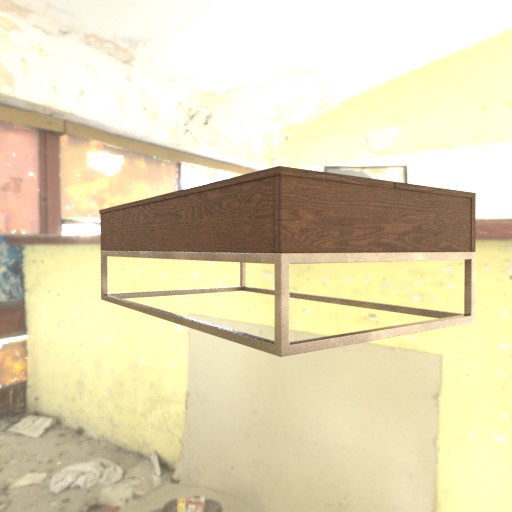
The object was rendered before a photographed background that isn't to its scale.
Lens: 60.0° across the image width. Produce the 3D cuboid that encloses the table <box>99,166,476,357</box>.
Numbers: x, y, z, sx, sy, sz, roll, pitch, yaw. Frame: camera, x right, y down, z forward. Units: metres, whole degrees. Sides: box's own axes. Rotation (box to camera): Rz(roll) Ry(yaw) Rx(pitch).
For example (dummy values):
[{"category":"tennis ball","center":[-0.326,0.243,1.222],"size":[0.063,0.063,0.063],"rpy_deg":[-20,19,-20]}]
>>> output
[{"category":"table","center":[0.000,0.000,1.517],"size":[0.719,0.361,1.167],"rpy_deg":[-1,1,-35]}]
